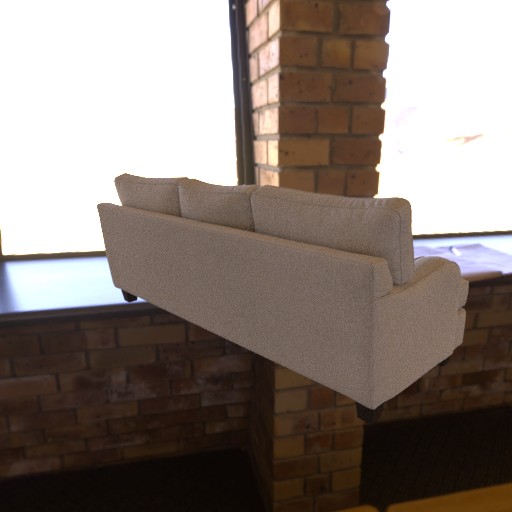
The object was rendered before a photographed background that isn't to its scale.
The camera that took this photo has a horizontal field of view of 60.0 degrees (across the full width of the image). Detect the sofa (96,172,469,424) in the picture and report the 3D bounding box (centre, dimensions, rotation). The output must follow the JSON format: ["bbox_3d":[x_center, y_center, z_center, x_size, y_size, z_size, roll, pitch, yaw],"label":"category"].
[{"bbox_3d":[0.000,0.000,2.824,1.016,0.991,2.323,-14,20,-43],"label":"sofa"}]
